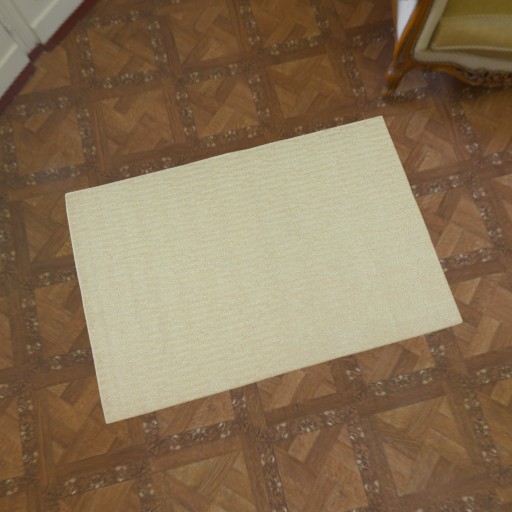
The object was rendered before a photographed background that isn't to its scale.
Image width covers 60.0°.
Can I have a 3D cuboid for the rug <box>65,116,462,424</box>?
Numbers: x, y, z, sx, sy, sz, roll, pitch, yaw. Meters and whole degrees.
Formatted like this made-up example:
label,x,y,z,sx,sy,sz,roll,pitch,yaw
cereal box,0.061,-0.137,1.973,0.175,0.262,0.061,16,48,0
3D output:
label,x,y,z,sx,sy,sz,roll,pitch,yaw
rug,0.000,0.000,2.337,1.848,0.014,1.238,-15,75,-4
